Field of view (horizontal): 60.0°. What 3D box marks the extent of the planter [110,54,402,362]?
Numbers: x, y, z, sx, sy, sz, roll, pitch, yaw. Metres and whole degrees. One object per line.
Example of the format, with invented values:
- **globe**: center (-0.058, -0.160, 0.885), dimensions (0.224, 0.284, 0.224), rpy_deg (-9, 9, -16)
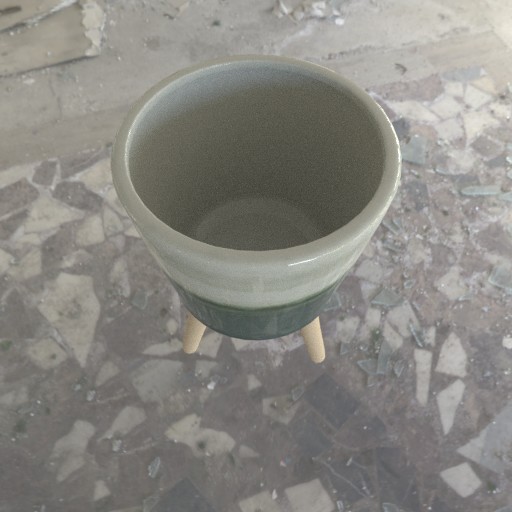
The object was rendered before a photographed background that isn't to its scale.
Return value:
- **planter**: center (0.000, 0.000, 0.472), dimensions (0.217, 0.331, 0.217), rpy_deg (15, 60, 9)
